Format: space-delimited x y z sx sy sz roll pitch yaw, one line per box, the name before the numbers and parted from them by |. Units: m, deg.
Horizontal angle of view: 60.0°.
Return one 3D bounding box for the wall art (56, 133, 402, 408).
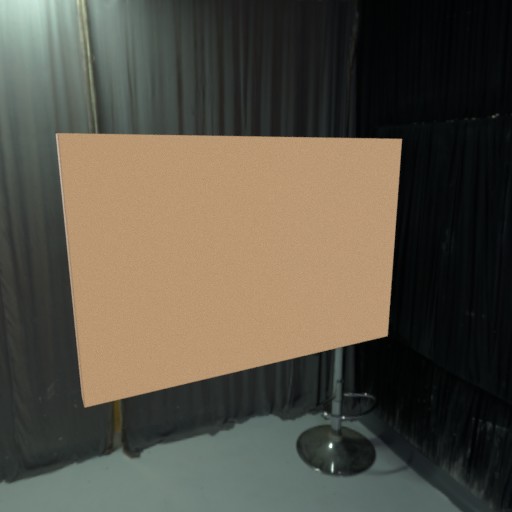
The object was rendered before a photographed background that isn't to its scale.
wall art | 0.000 0.000 0.785 0.609 0.407 0.039 -7 15 -26
